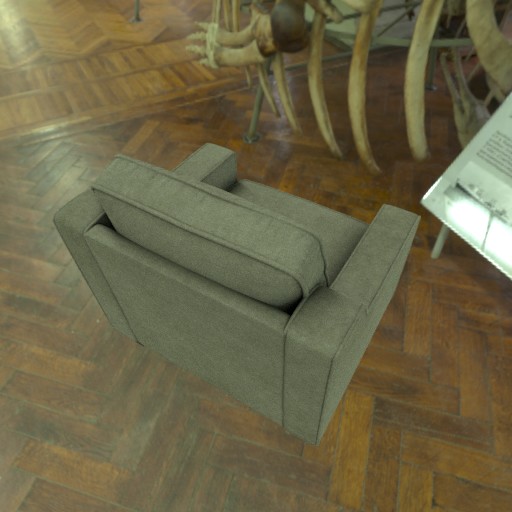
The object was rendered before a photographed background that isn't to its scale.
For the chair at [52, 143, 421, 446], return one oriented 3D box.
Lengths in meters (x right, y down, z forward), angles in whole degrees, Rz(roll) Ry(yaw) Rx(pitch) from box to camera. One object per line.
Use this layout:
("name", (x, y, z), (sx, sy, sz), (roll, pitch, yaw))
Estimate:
("chair", (0.000, 0.000, 1.603), (0.926, 0.944, 0.840), (24, 51, 21))
